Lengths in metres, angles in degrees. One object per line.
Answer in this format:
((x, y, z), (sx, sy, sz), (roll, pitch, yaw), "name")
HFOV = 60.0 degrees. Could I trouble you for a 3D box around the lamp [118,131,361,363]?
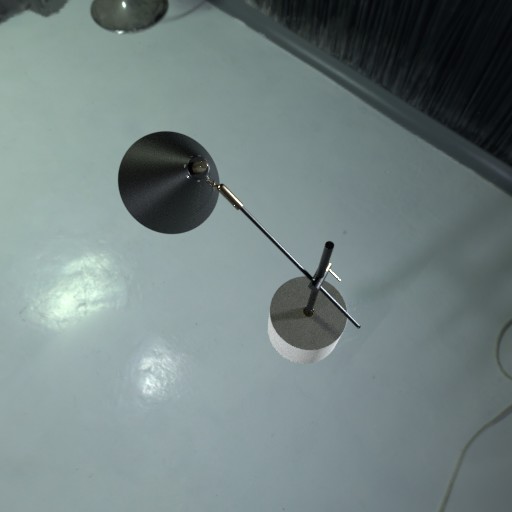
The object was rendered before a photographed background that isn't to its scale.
((0.000, 0.000, 0.737), (0.403, 0.518, 0.214), (36, 69, 16), "lamp")
